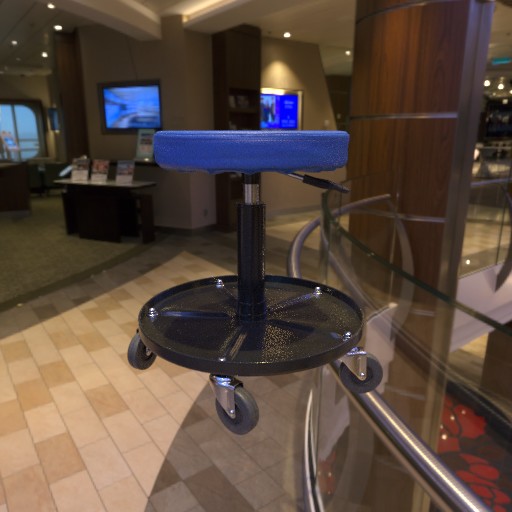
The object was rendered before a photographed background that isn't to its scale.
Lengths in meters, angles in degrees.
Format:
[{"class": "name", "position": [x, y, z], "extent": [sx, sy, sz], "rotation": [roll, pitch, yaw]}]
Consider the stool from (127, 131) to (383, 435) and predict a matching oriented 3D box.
[{"class": "stool", "position": [0.000, 0.000, 0.672], "extent": [0.382, 0.365, 0.381], "rotation": [2, 16, 8]}]
